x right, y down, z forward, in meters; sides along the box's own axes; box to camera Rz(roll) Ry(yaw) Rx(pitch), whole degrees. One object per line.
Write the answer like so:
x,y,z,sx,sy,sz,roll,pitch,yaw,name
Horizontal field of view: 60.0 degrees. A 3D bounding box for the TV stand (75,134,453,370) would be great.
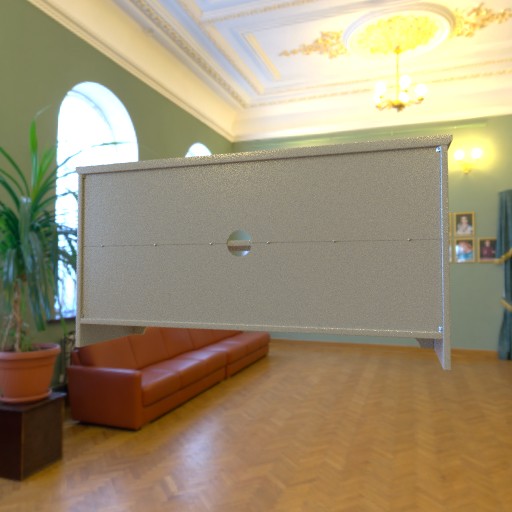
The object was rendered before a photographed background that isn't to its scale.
0.000,0.000,1.467,1.167,0.603,0.344,-1,-2,18,TV stand
